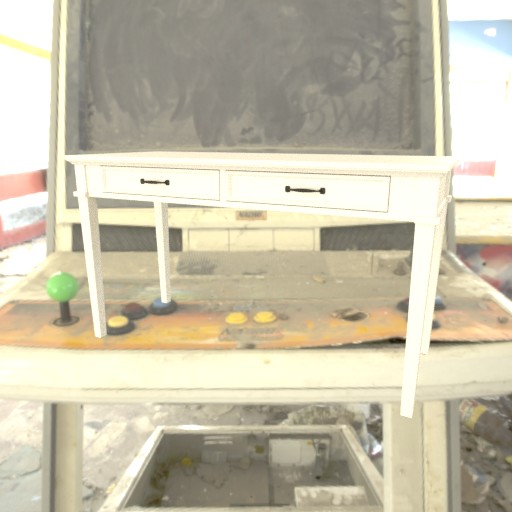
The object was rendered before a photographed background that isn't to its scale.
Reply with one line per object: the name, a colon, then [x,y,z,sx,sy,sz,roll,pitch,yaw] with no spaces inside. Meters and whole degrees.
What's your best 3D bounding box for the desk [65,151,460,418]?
desk: [0.000,0.000,1.757,1.372,0.774,0.559,7,17,25]
